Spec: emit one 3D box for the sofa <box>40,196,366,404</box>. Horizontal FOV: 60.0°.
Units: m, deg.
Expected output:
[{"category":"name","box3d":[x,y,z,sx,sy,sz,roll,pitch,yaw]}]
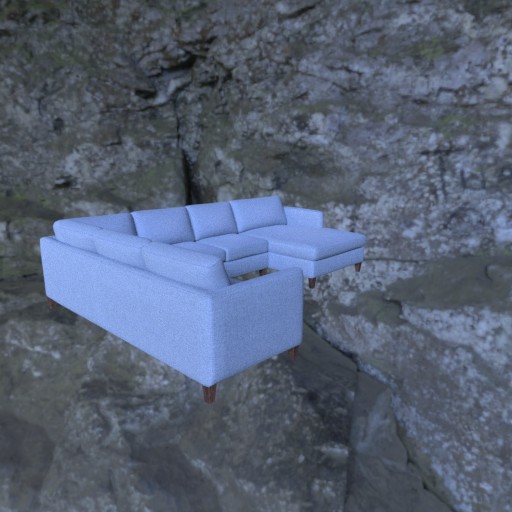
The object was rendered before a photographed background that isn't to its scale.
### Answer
[{"category":"sofa","box3d":[0.000,0.000,4.608,2.551,0.889,3.403,13,19,42]}]
